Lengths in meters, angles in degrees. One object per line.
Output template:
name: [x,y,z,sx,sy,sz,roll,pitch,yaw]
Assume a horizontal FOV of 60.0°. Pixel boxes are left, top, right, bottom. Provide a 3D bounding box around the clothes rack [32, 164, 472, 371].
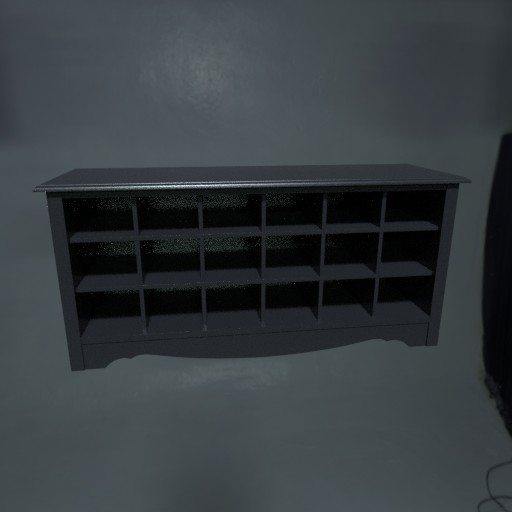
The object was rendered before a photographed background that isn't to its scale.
clothes rack: [0.000,0.000,1.491,1.219,0.556,0.406,-2,18,-7]
